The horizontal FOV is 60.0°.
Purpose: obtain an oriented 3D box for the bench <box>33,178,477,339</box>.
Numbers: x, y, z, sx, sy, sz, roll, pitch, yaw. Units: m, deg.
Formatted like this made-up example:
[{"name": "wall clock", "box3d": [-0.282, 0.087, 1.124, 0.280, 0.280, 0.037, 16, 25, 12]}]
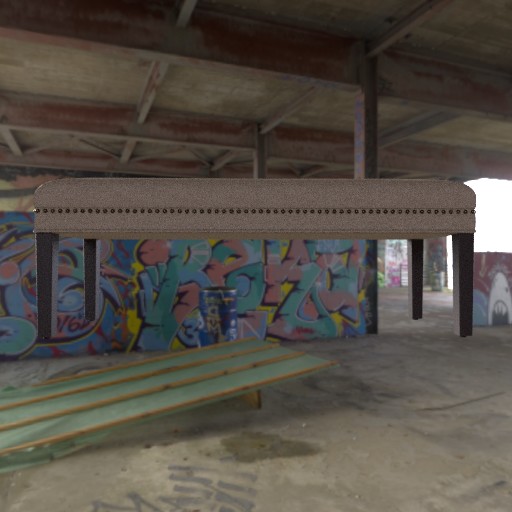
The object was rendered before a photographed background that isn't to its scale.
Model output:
[{"name": "bench", "box3d": [0.000, 0.000, 1.413, 1.219, 0.457, 0.410, 0, 0, -1]}]
